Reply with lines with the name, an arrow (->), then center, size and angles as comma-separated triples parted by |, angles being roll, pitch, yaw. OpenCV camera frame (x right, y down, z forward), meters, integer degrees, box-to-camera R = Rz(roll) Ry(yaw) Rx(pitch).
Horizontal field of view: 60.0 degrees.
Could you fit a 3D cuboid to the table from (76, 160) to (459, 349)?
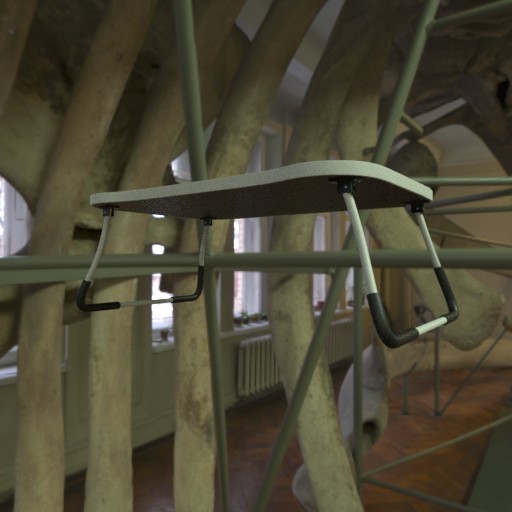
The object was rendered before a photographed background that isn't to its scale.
table -> 0.000, 0.000, 0.856 | 0.660, 0.232, 0.400 | 0, -1, 36
